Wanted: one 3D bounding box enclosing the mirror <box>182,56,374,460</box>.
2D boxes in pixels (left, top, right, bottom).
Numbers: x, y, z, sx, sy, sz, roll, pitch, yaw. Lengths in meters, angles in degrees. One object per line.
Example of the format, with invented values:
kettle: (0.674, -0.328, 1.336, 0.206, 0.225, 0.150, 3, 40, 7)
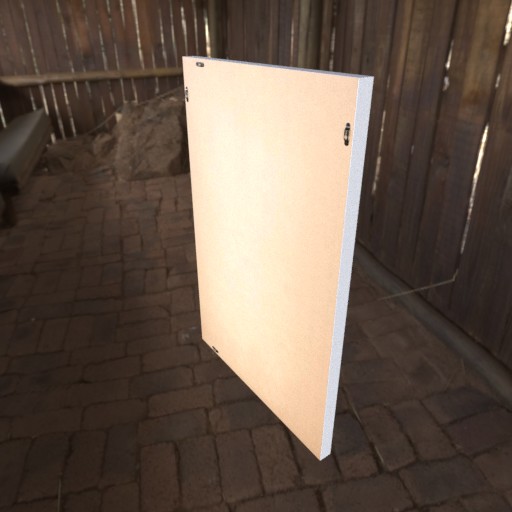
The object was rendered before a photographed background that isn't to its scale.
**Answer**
mirror: (0.000, 0.000, 1.149, 0.041, 0.914, 0.609, -18, 33, -31)
